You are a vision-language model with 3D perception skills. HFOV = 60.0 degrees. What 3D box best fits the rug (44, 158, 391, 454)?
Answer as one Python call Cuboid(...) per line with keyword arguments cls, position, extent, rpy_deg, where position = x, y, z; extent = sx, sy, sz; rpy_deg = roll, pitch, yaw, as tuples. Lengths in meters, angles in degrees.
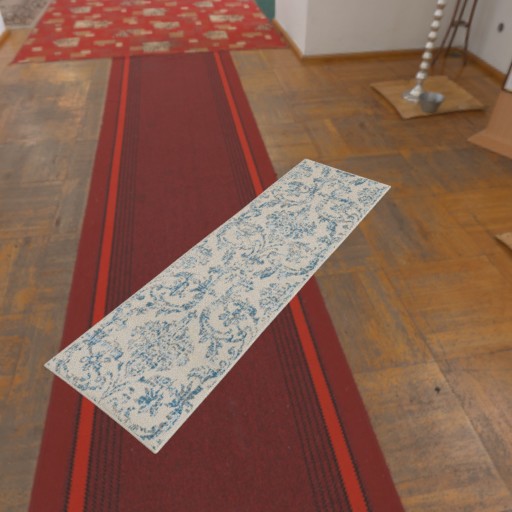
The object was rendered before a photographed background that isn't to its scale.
Cuboid(cls="rug", position=(0.000, 0.000, 2.417), extent=(0.662, 0.011, 2.196), rpy_deg=(25, 47, 26))
